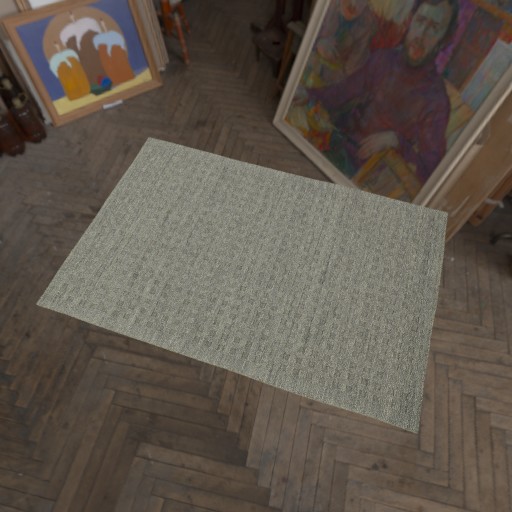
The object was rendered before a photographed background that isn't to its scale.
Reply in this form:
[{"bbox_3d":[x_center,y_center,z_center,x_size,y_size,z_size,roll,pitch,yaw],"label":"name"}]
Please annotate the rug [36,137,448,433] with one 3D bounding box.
[{"bbox_3d":[0.000,0.000,2.875,2.297,0.018,1.532,16,59,10],"label":"rug"}]
